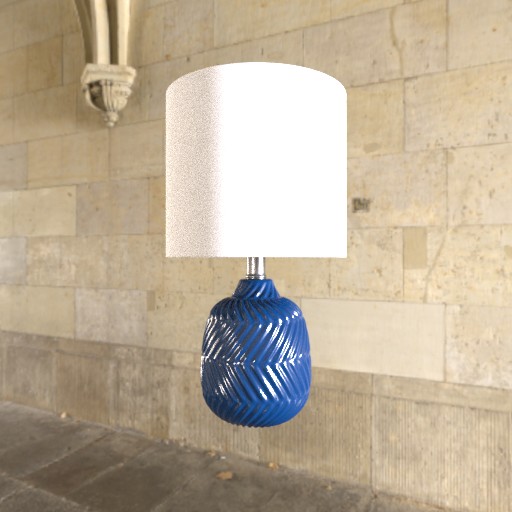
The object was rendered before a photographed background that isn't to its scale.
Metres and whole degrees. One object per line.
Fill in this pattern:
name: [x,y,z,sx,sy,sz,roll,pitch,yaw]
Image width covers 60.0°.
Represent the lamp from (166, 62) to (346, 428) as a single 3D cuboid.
lamp: [0.000,0.000,0.509,0.203,0.368,0.203,0,0,-17]
